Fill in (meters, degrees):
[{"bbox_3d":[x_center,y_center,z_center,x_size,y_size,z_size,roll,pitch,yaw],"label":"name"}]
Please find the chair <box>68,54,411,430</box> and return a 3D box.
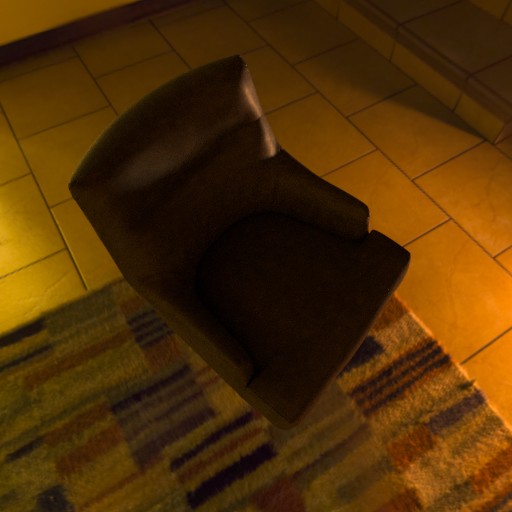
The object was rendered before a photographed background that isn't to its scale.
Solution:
[{"bbox_3d":[0.000,0.000,1.494,0.874,0.870,0.738,34,64,19],"label":"chair"}]
